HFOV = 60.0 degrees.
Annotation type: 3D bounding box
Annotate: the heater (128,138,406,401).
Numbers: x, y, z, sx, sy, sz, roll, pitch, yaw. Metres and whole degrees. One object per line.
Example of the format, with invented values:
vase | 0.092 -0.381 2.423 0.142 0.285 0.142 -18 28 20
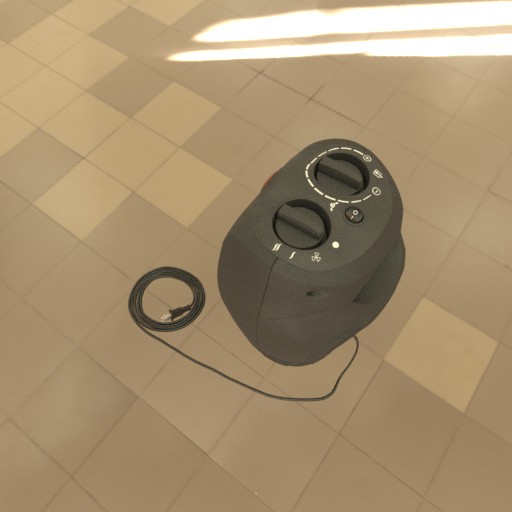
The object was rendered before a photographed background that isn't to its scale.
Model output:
heater | 0.000 0.000 0.477 0.291 0.255 0.239 33 67 16
